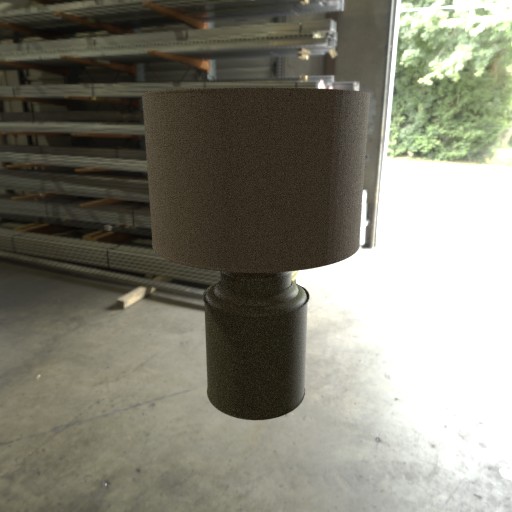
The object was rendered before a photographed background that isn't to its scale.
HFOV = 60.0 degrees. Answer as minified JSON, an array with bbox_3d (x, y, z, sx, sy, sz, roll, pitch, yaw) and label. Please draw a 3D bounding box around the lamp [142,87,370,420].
[{"bbox_3d":[0.000,0.000,0.704,0.318,0.486,0.318,0,17,0],"label":"lamp"}]
